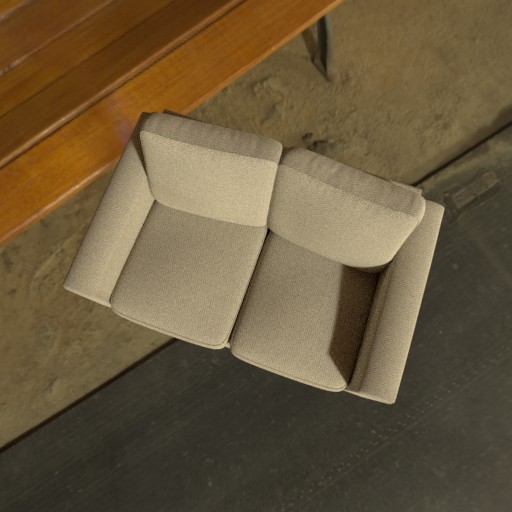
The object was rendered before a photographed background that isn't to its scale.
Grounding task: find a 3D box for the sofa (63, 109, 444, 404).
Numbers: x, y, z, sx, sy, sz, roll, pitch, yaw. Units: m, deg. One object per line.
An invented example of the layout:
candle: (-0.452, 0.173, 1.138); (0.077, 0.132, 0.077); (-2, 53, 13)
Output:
sofa: (0.000, 0.000, 2.229); (1.616, 0.873, 1.016); (19, 76, 5)
